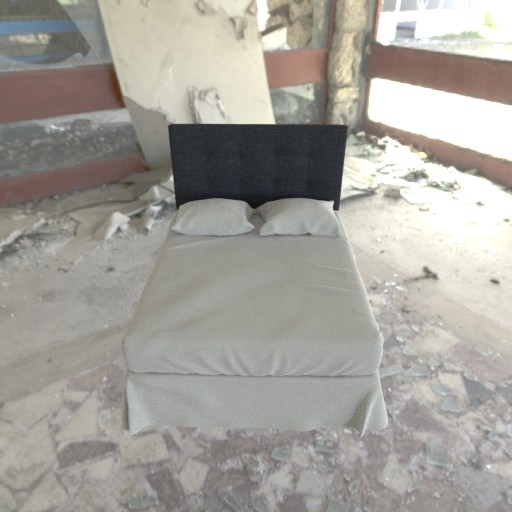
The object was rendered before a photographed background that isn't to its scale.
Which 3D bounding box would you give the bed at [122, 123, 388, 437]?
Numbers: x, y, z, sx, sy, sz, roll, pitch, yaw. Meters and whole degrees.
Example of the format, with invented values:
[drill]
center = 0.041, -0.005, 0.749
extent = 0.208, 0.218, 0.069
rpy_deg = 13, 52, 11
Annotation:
[bed]
center = 0.000, 0.000, 3.559
extent = 1.936, 1.577, 2.222
rpy_deg = 1, 31, 1
